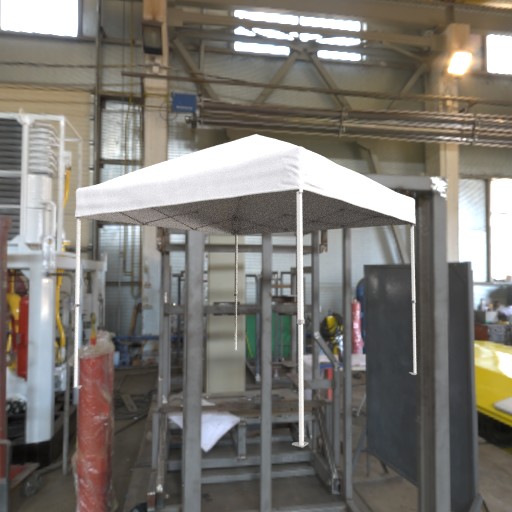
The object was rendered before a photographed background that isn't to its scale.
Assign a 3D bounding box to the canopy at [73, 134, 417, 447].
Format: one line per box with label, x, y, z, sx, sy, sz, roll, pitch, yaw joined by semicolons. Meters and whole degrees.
canopy;0.000;0.000;5.403;2.996;2.997;2.998;-2;-3;36
